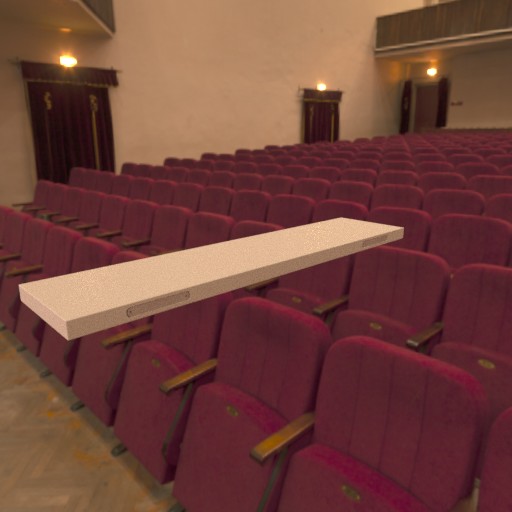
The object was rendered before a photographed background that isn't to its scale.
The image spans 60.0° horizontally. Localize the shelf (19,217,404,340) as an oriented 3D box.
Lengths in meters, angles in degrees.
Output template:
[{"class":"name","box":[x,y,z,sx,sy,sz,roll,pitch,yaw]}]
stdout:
[{"class":"shelf","box":[0.000,0.000,0.659,0.610,0.020,0.140,-14,21,-41]}]
